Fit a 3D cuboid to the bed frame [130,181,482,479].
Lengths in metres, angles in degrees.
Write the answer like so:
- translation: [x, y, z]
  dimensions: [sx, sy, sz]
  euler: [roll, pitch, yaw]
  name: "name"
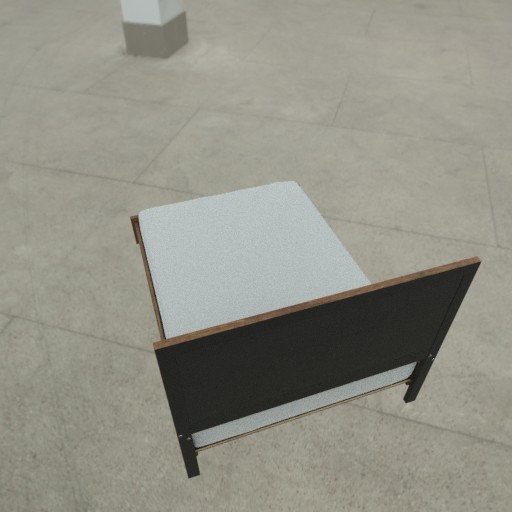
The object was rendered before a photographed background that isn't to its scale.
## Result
- translation: [0.000, 0.000, 3.360]
  dimensions: [1.696, 1.417, 2.276]
  euler: [-13, 45, -14]
  name: "bed frame"
